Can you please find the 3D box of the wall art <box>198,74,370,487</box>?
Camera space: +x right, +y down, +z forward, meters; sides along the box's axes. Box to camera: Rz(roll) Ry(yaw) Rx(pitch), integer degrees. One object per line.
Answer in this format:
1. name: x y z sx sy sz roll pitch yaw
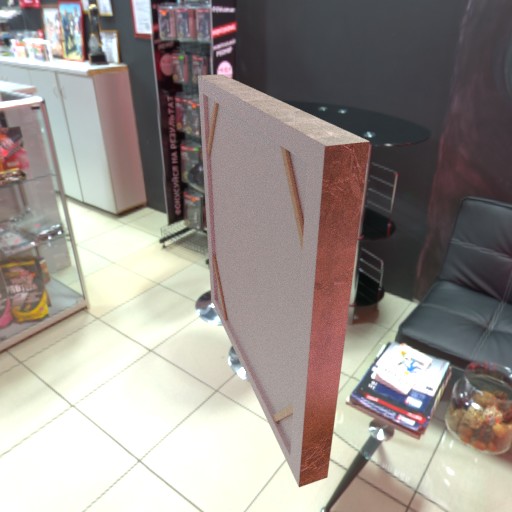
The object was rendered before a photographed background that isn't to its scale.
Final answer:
1. wall art: 0.000 0.000 0.596 0.038 0.407 0.405 -10 31 -17
